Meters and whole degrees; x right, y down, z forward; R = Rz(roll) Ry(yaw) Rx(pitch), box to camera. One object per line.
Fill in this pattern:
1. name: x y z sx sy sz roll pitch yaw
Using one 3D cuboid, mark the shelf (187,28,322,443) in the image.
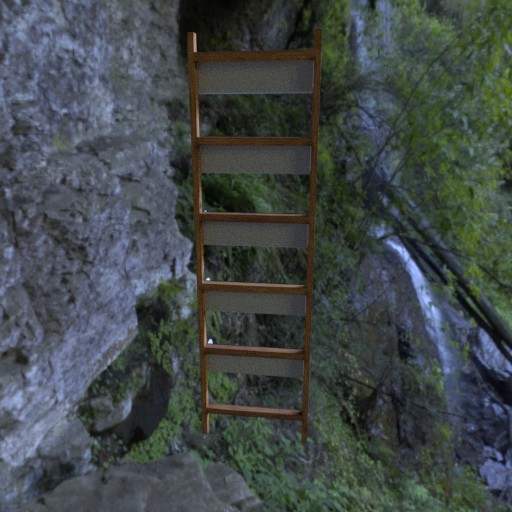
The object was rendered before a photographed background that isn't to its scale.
1. shelf: 0.000 0.000 1.759 0.454 1.600 0.141 2 16 7
